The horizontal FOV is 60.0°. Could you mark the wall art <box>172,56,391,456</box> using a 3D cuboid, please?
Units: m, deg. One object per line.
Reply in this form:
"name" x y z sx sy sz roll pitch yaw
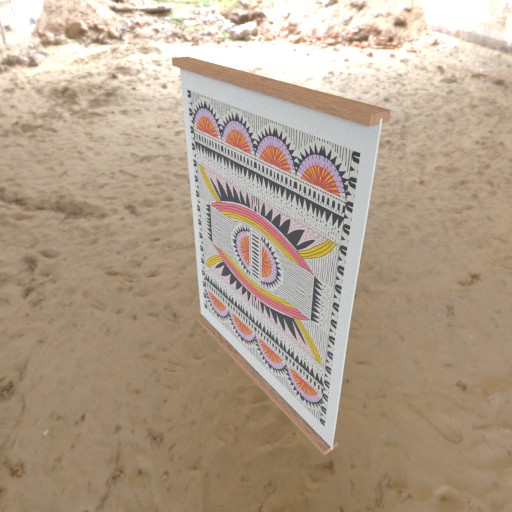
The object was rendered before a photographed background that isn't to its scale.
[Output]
"wall art" 0.000 0.000 0.695 0.028 0.527 0.403 -22 38 -30
